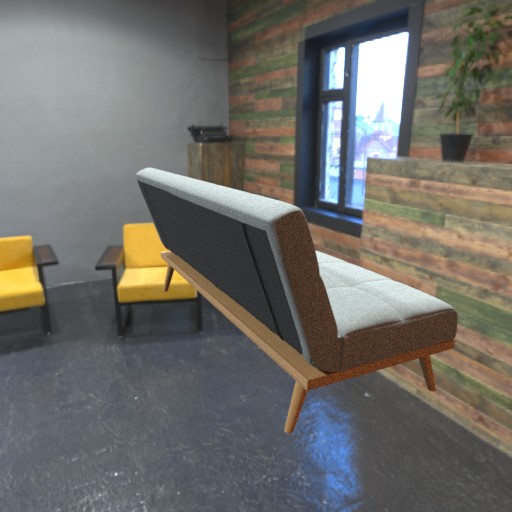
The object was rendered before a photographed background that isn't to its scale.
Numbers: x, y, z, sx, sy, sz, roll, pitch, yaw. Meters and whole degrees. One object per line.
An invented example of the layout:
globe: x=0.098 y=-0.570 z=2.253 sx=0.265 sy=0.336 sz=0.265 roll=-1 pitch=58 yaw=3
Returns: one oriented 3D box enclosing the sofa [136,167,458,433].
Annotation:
sofa: x=0.000 y=0.000 z=2.239 sx=0.800 sy=0.800 sz=1.820 roll=-7 pitch=17 yaw=-25
